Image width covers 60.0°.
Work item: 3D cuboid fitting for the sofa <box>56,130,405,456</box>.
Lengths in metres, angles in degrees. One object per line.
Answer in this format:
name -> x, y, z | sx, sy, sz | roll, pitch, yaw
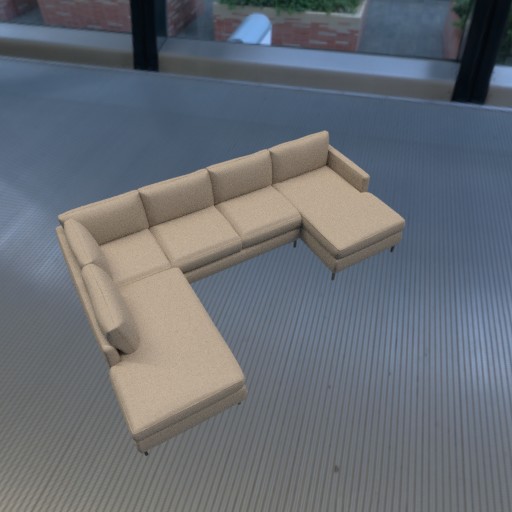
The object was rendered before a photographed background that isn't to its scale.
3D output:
sofa -> 0.000, 0.000, 3.608 | 2.737, 0.756, 1.879 | -22, 49, -21
